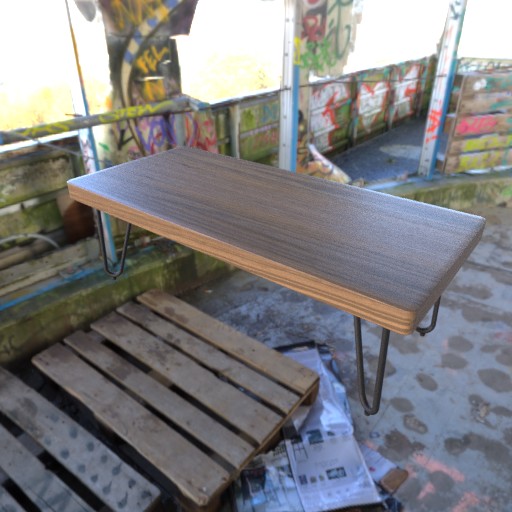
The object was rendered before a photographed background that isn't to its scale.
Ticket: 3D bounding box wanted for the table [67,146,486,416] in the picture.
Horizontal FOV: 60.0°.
[{"bbox_3d":[0.000,0.000,1.670,1.375,0.468,0.637,21,36,32],"label":"table"}]
